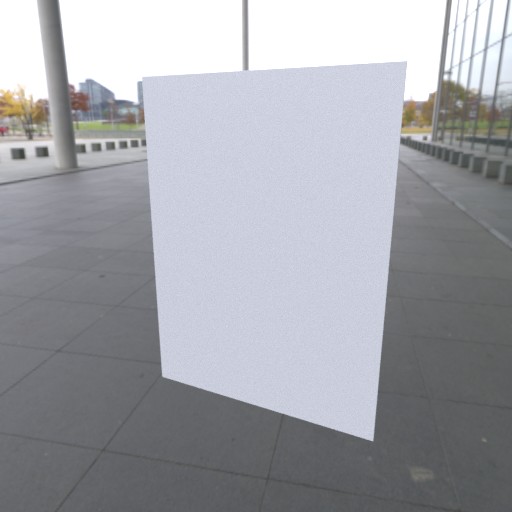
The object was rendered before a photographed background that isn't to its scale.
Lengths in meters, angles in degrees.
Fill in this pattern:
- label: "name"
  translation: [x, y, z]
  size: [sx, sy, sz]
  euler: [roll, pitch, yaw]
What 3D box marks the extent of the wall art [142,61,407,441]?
- label: "wall art"
  translation: [0.000, 0.000, 0.783]
  size: [0.457, 0.610, 0.003]
  euler: [8, 18, 26]
